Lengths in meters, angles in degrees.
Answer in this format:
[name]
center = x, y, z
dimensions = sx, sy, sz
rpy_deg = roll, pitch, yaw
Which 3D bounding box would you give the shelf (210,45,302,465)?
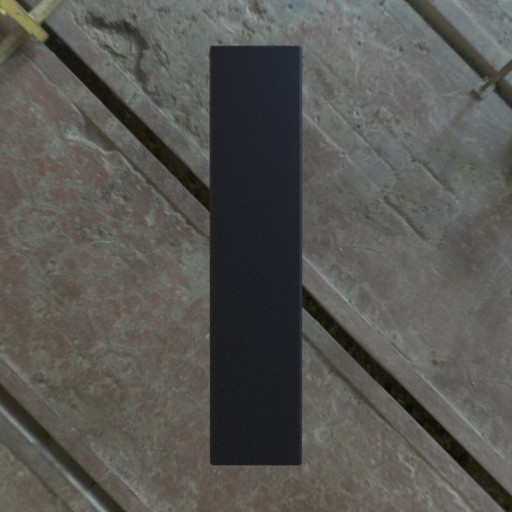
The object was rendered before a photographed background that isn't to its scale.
[shelf]
center = 0.000, 0.000, 0.506
dimensions = 0.102, 0.053, 0.456
rpy_deg = 0, 90, 0
